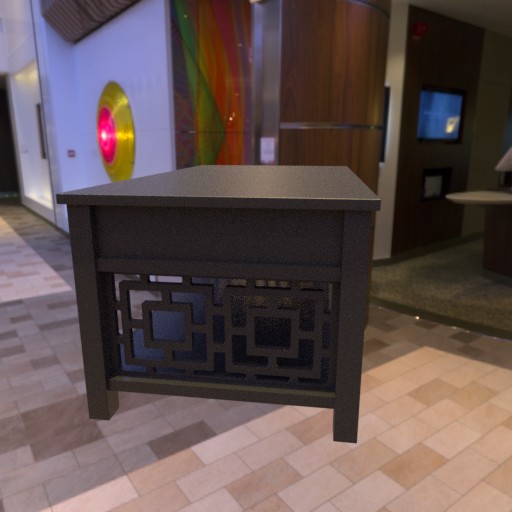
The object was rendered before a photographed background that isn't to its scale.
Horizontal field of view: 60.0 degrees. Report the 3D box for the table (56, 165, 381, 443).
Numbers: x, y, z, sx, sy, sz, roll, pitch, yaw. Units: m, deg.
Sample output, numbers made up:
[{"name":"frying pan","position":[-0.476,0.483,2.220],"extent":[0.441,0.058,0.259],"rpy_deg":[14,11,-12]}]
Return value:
[{"name":"table","position":[0.000,0.000,1.369],"extent":[0.612,0.493,1.068],"rpy_deg":[2,15,8]}]
